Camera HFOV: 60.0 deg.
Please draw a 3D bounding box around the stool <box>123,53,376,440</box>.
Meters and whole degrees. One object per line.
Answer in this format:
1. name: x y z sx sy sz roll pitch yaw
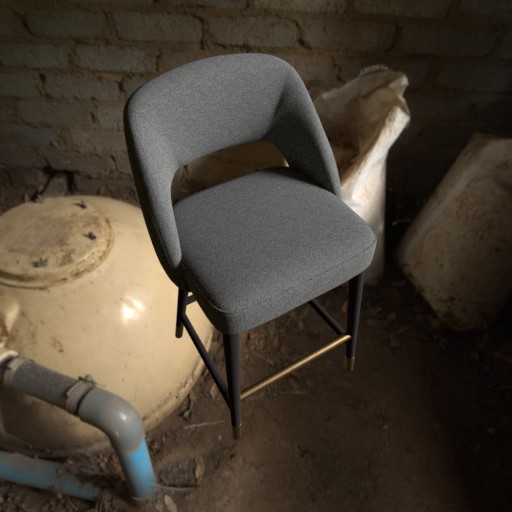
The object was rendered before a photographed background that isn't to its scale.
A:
1. stool: 0.000 0.000 1.247 0.536 0.925 0.524 -24 51 -21
